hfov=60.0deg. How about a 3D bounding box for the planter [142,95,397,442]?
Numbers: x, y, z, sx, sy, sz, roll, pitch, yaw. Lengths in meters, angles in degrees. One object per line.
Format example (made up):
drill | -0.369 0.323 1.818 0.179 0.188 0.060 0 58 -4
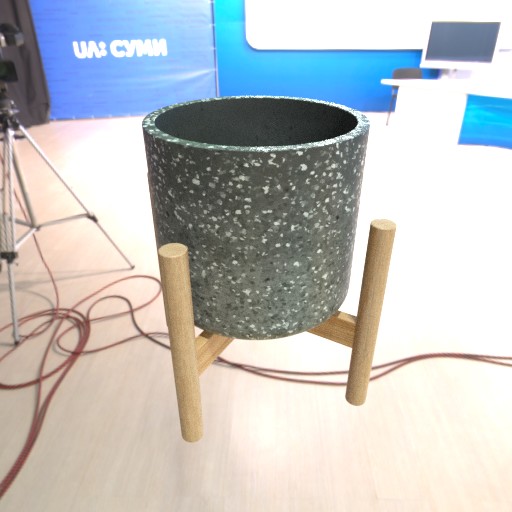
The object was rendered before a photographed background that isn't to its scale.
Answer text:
planter | 0.000 0.000 0.522 0.284 0.320 0.284 -21 36 -31
